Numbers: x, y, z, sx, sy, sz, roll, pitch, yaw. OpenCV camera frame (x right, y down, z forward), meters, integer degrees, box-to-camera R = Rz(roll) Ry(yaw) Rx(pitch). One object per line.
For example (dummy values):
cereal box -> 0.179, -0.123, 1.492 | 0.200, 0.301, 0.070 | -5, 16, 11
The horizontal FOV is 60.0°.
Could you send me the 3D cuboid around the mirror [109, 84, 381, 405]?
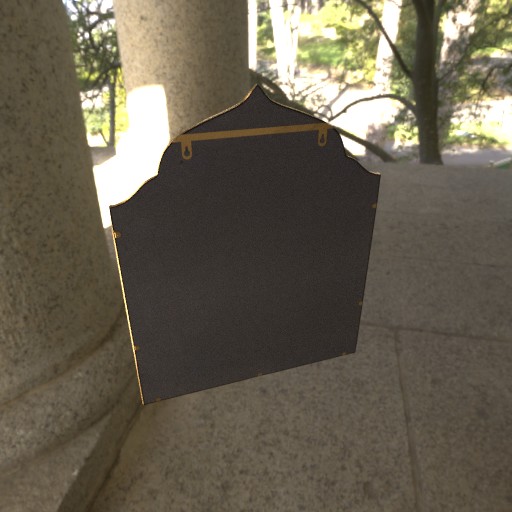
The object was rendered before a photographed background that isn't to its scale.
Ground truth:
mirror -> 0.000, 0.000, 0.867 | 0.513, 0.635, 0.018 | -10, 31, -16
